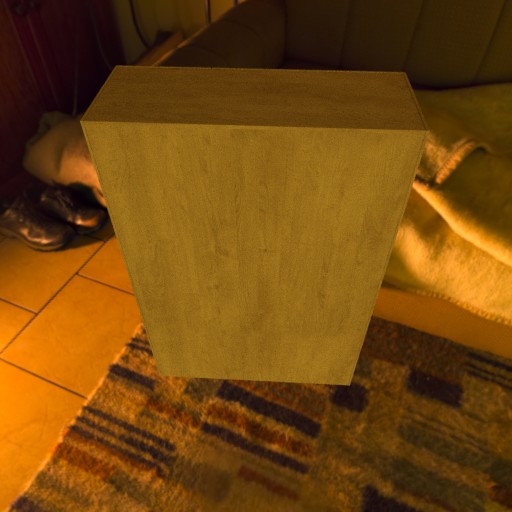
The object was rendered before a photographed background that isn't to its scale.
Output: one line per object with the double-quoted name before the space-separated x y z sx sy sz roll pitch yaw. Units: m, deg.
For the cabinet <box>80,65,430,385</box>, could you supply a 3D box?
"cabinet" 0.000 0.000 2.497 1.290 1.910 0.510 2 46 2
